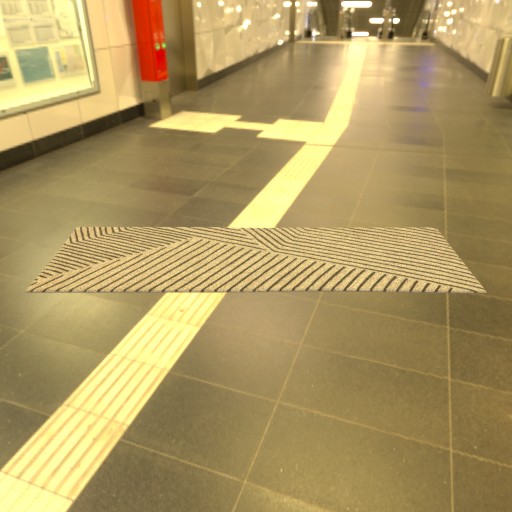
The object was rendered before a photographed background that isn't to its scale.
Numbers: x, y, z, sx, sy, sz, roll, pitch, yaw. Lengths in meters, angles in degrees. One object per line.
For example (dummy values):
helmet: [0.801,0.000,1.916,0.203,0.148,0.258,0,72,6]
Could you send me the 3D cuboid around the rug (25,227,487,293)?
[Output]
rug: [0.000,0.000,2.668,2.439,0.020,0.773,0,30,0]
